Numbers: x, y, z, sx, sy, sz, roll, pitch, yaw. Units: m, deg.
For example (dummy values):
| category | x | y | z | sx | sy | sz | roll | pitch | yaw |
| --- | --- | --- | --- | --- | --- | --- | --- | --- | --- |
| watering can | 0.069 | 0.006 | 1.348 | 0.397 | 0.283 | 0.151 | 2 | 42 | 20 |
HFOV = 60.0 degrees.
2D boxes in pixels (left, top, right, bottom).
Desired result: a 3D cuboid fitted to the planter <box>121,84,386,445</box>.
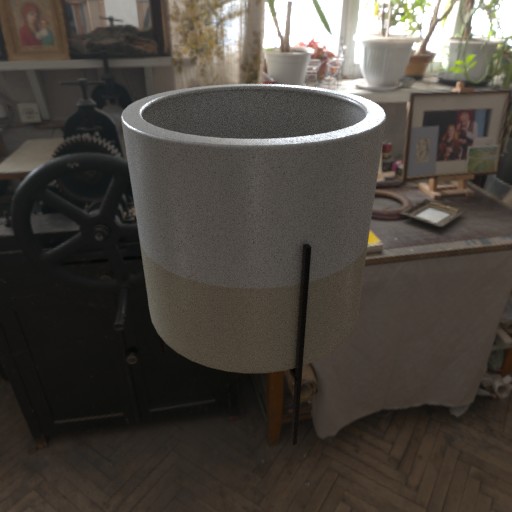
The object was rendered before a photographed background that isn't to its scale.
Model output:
| category | x | y | z | sx | sy | sz | roll | pitch | yaw |
| --- | --- | --- | --- | --- | --- | --- | --- | --- | --- |
| planter | 0.000 | 0.000 | 0.738 | 0.359 | 0.484 | 0.368 | 23 | 38 | 33 |
